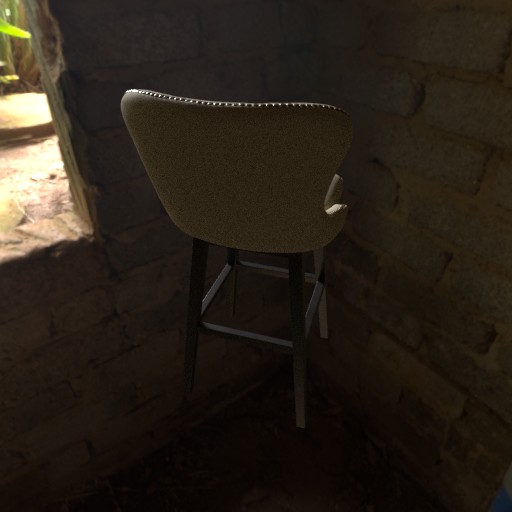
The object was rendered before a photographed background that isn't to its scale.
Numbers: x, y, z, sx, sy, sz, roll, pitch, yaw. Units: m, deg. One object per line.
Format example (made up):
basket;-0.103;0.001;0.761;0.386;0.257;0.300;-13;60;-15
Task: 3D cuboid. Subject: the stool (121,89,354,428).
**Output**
stool;0.000;0.000;1.364;0.528;1.066;0.605;10;35;15
